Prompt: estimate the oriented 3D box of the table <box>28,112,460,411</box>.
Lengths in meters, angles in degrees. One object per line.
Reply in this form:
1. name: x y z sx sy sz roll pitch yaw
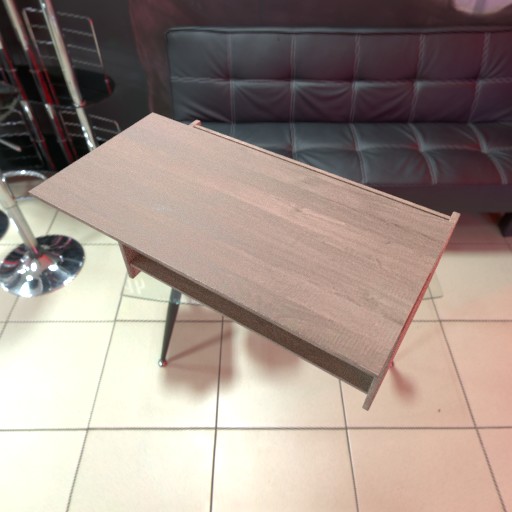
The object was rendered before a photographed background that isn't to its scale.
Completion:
1. table: 0.000 0.000 1.419 1.000 0.570 0.712 25 52 22
